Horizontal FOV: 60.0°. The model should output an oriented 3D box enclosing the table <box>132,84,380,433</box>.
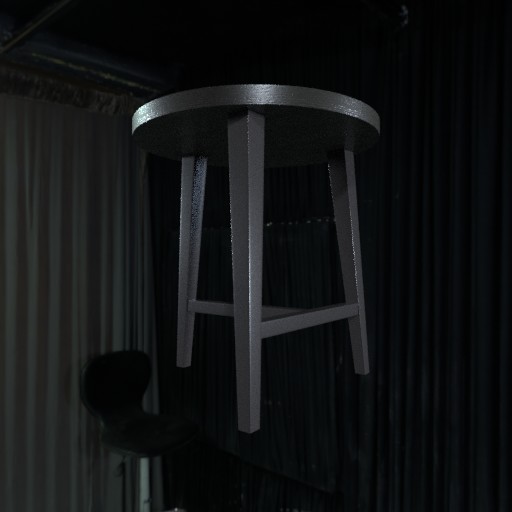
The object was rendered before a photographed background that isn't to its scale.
[{"bbox_3d":[0.000,0.000,0.932,0.500,0.531,0.500,0,0,0],"label":"table"}]
